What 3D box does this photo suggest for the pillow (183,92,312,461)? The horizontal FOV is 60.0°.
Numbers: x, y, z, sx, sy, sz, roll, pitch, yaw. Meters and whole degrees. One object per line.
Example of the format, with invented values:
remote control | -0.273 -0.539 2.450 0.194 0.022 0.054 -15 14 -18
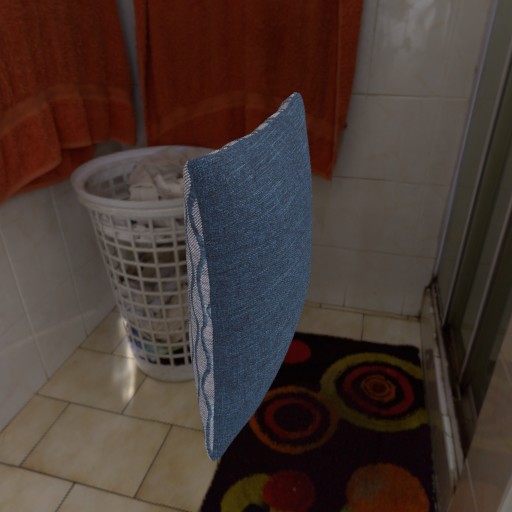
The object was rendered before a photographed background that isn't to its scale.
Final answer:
pillow | 0.000 0.000 0.698 0.159 0.435 0.435 8 30 15
